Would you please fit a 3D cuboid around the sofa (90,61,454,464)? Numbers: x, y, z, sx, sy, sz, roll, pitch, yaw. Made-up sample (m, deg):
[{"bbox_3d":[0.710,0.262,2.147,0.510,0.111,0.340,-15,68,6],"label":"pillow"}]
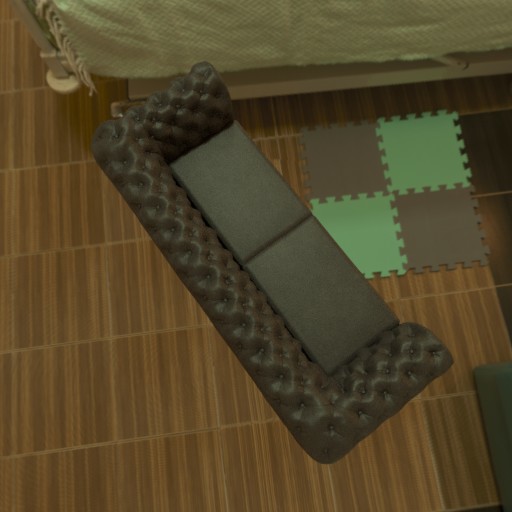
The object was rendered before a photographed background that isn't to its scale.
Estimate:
[{"bbox_3d":[0.000,0.000,2.836,0.944,0.783,2.385,-36,79,-8],"label":"sofa"}]
